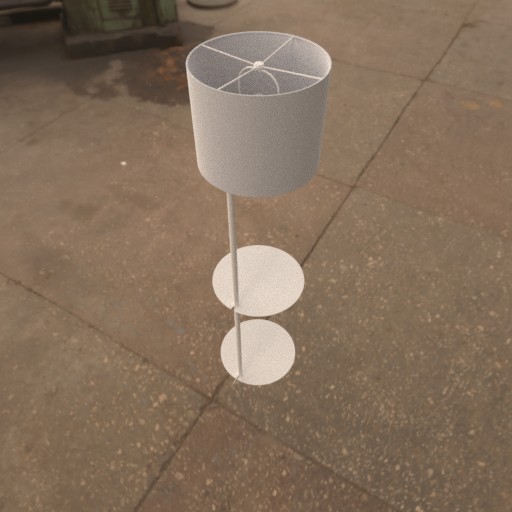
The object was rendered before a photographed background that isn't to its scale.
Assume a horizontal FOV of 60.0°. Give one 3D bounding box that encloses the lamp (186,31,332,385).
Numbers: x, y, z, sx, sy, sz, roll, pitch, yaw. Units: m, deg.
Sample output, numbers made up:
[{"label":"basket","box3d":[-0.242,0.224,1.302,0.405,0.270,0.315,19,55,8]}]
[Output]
[{"label":"lamp","box3d":[0.000,0.000,1.668,0.372,1.465,0.405,25,52,21]}]
